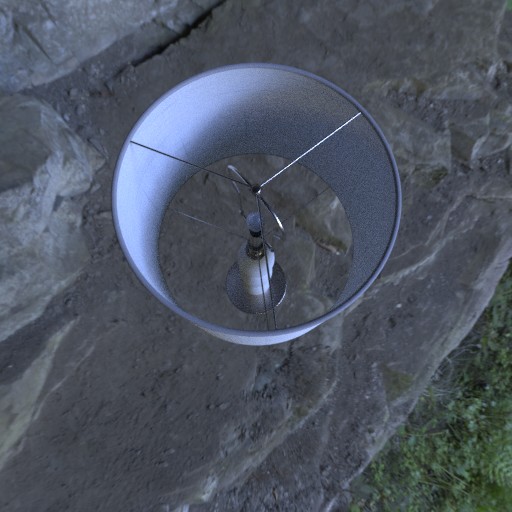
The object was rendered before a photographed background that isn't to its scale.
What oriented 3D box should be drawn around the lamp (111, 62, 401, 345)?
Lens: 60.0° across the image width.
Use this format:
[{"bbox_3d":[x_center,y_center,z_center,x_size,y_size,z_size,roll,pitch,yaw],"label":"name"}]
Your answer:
[{"bbox_3d":[0.000,0.000,0.697,0.280,0.559,0.282,-37,79,-8],"label":"lamp"}]
